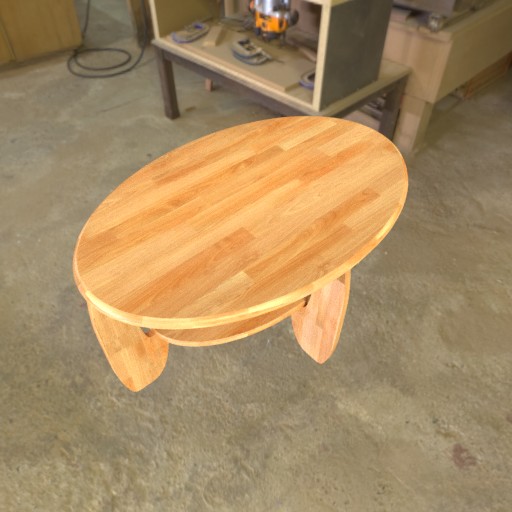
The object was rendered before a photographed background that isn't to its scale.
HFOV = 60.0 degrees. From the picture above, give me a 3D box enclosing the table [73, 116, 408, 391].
[{"bbox_3d":[0.000,0.000,1.379,1.040,0.490,0.690,-33,55,-27],"label":"table"}]
